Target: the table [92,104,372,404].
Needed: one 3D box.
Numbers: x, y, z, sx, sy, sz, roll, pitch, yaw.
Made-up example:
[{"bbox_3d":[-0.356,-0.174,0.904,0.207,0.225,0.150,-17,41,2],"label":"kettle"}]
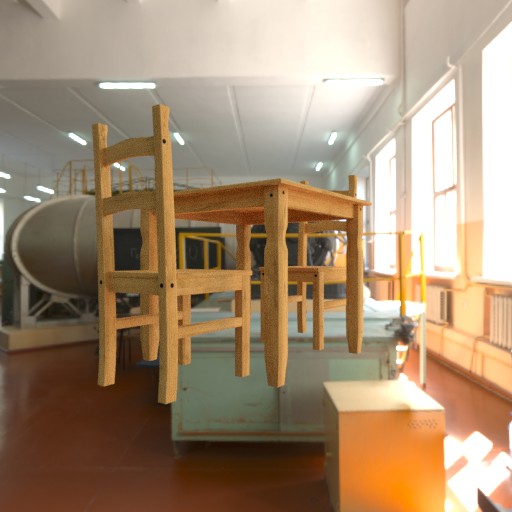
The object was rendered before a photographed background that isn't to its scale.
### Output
[{"bbox_3d":[0.000,0.000,2.090,0.813,0.942,1.501,0,0,36],"label":"table"}]
